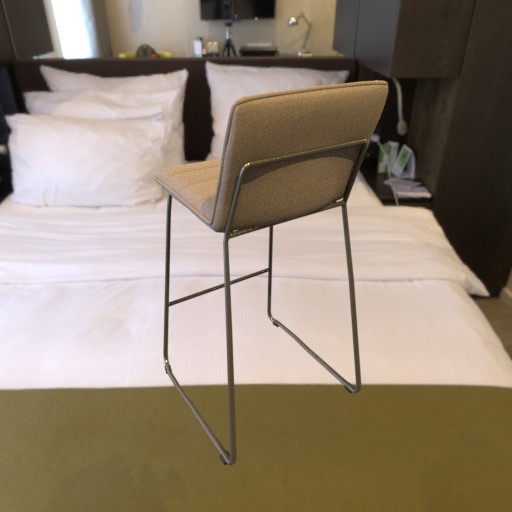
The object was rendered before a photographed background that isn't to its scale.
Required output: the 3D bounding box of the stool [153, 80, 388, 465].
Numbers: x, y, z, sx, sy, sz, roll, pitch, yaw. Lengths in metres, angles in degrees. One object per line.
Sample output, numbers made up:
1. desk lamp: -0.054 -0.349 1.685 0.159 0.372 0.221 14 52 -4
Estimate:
1. stool: 0.000 0.000 1.247 0.490 0.960 0.490 -18 34 -28
